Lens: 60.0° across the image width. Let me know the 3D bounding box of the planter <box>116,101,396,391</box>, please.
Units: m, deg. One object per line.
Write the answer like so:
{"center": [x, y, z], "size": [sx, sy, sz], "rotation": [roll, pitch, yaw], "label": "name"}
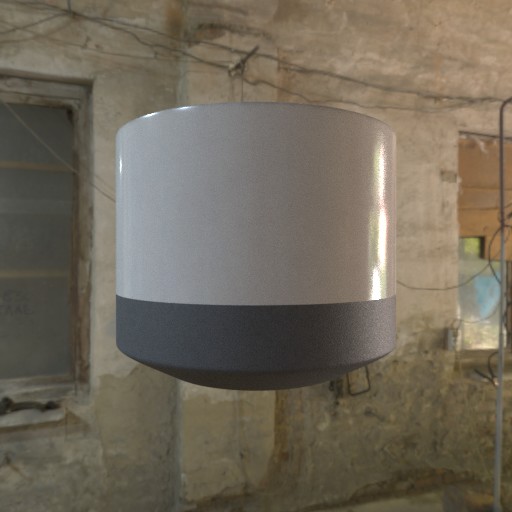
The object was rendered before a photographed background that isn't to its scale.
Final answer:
{"center": [0.000, 0.000, 0.213], "size": [0.128, 0.105, 0.128], "rotation": [0, 0, 0], "label": "planter"}
